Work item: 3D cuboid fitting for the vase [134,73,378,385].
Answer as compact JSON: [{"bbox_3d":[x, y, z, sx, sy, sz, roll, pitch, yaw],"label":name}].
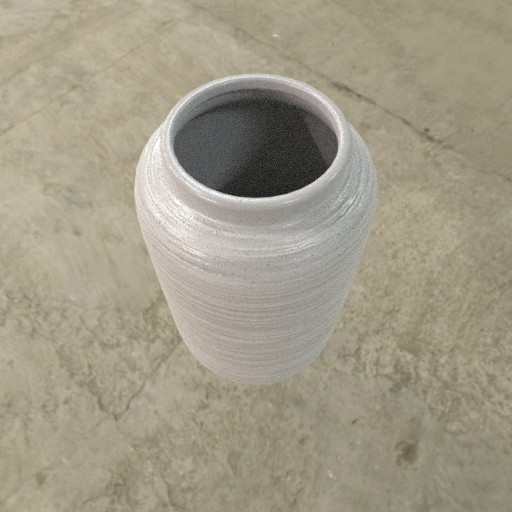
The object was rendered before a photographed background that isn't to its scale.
[{"bbox_3d":[0.000,0.000,0.460,0.202,0.335,0.202,0,58,0],"label":"vase"}]
